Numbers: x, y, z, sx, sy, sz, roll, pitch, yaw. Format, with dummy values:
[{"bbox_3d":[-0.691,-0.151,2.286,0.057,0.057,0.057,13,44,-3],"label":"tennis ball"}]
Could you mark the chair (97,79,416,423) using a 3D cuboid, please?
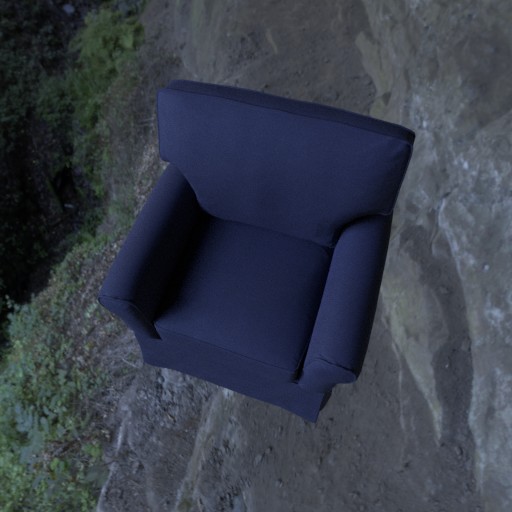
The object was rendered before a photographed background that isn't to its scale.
[{"bbox_3d":[0.000,0.000,1.991,1.119,1.140,1.002,15,60,9],"label":"chair"}]
